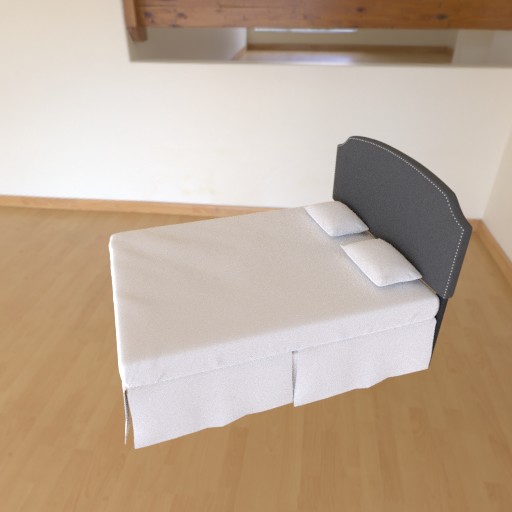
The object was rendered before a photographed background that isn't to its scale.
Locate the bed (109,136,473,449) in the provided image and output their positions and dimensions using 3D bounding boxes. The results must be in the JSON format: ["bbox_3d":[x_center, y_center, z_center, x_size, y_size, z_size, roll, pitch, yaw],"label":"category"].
[{"bbox_3d":[0.000,0.000,2.994,1.999,1.270,1.558,-10,33,-15],"label":"bed"}]
